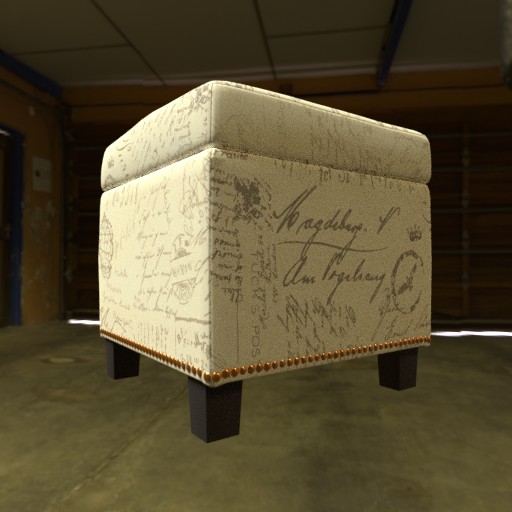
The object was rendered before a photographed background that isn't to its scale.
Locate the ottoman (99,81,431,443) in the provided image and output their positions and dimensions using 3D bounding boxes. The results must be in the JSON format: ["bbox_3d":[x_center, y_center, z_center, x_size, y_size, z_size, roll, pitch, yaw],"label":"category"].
[{"bbox_3d":[0.000,0.000,0.816,0.450,0.457,0.449,0,-1,-35],"label":"ottoman"}]
